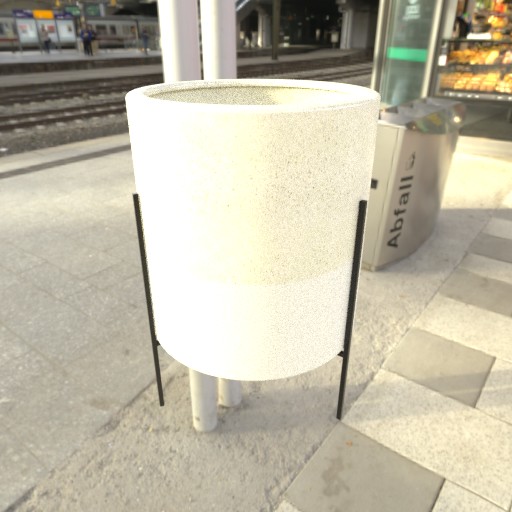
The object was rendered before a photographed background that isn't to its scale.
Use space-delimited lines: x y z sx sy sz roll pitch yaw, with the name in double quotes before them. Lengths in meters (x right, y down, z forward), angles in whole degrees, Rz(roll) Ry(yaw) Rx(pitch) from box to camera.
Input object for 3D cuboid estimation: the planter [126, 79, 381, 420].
"planter" 0.000 0.000 0.683 0.333 0.483 0.324 18 31 31
